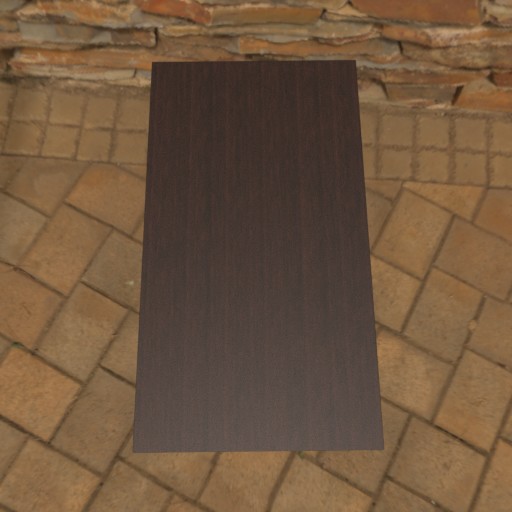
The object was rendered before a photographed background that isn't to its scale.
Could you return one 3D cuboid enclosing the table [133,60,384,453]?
[{"bbox_3d":[0.000,0.000,1.382,0.590,0.460,1.050,-1,77,0],"label":"table"}]
